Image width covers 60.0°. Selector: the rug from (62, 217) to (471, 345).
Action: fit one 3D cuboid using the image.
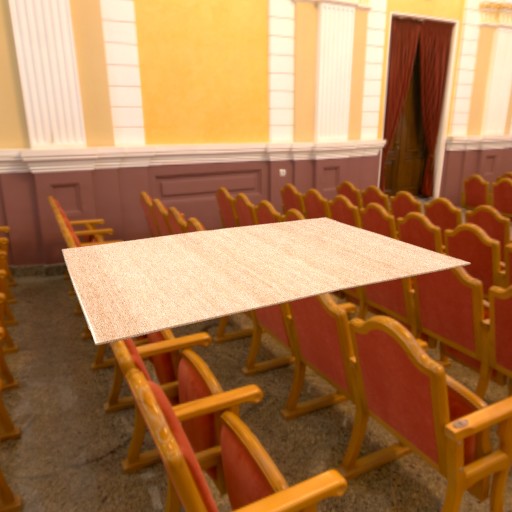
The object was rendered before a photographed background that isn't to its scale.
[{"bbox_3d":[0.000,0.000,3.038,2.346,0.029,1.574,-9,19,-26],"label":"rug"}]
